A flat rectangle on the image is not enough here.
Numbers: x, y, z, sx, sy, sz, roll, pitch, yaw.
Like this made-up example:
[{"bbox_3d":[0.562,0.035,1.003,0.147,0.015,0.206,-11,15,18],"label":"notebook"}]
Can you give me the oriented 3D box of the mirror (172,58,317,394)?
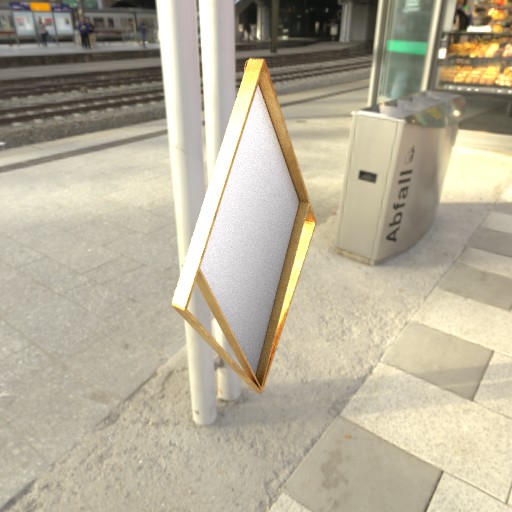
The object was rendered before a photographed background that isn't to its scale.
[{"bbox_3d":[0.000,0.000,0.833,0.032,0.679,0.419,18,32,31],"label":"mirror"}]
